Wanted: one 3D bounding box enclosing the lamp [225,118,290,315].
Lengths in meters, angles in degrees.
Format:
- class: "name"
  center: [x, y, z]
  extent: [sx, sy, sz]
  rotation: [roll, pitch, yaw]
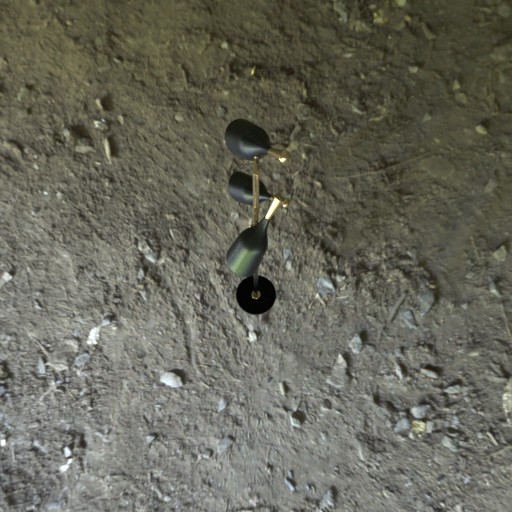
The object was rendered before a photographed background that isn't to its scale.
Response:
- class: "lamp"
  center: [0.000, 0.000, 1.948]
  extent: [0.253, 1.778, 0.434]
  rotation: [1, 74, 0]
